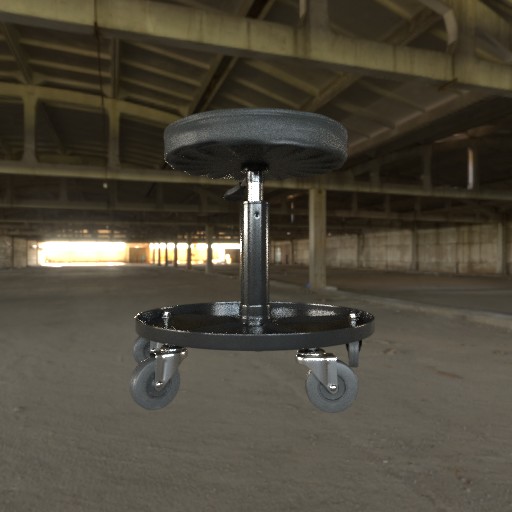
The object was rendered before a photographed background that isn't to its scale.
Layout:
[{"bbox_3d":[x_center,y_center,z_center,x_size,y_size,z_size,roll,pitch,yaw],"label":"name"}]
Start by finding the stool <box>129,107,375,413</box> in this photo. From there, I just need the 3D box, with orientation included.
[{"bbox_3d":[0.000,0.000,0.675,0.381,0.365,0.382,0,0,-18],"label":"stool"}]
